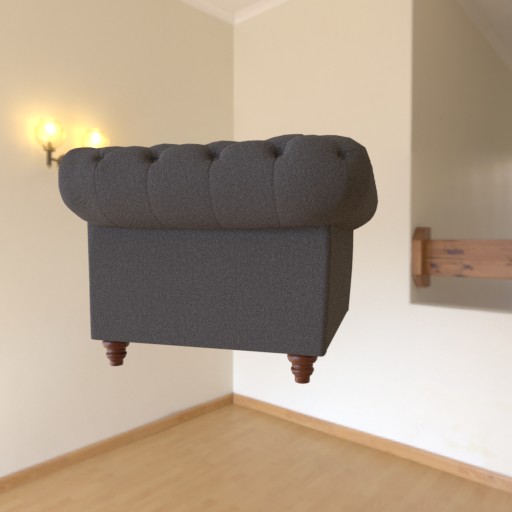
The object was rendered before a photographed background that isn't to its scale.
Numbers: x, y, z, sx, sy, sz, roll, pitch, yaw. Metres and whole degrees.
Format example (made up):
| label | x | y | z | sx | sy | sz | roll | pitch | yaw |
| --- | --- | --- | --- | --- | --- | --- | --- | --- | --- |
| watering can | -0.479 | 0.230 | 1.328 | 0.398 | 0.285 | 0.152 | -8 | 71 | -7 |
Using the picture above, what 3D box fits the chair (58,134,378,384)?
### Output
| label | x | y | z | sx | sy | sz | roll | pitch | yaw |
| --- | --- | --- | --- | --- | --- | --- | --- | --- | --- |
| chair | 0.000 | 0.000 | 1.868 | 0.976 | 0.770 | 1.270 | 1 | 2 | 16 |
